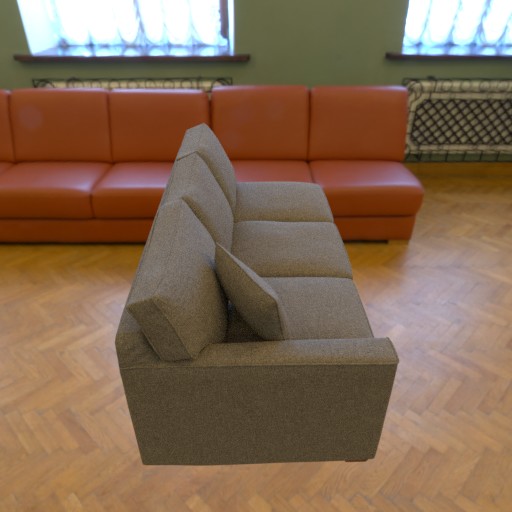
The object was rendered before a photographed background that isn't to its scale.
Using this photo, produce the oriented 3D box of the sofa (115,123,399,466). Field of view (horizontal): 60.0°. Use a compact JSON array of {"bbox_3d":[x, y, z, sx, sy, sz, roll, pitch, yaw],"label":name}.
[{"bbox_3d":[0.000,0.000,2.471,1.034,0.946,1.963,-1,33,-1],"label":"sofa"}]
